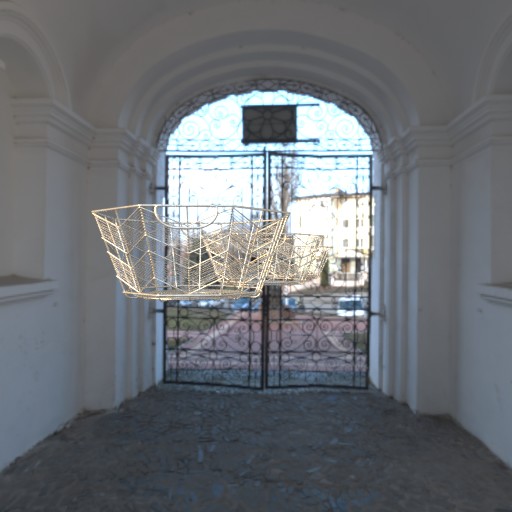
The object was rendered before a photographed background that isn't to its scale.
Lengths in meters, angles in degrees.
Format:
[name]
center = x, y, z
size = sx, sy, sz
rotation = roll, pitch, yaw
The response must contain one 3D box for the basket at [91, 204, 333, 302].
[basket]
center = 0.000, 0.000, 1.361
size = 0.432, 0.178, 1.246
rotation = 0, 0, 19
